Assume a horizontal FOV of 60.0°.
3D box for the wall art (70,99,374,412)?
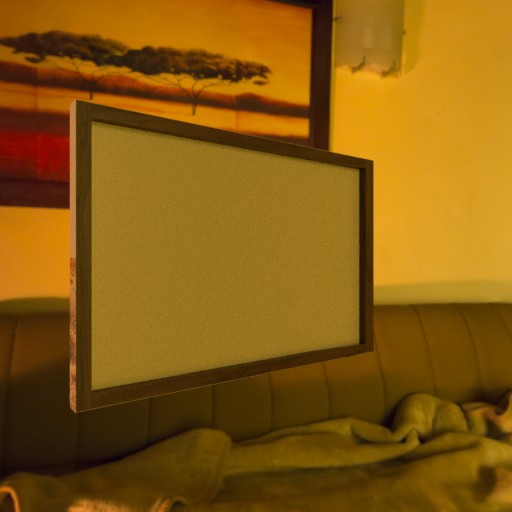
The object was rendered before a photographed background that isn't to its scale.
[{"bbox_3d":[0.000,0.000,1.439,1.138,0.761,0.051,0,0,-37],"label":"wall art"}]
